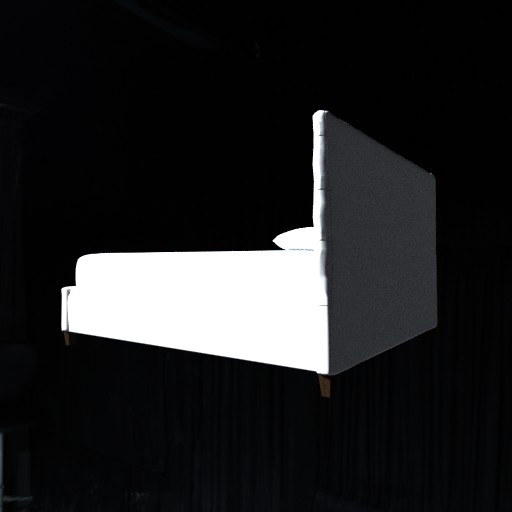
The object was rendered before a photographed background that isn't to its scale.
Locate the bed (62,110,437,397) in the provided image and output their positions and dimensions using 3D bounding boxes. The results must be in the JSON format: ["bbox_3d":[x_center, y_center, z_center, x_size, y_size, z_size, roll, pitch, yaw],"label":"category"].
[{"bbox_3d":[0.000,0.000,3.686,2.387,1.427,2.078,0,-1,36],"label":"bed"}]
